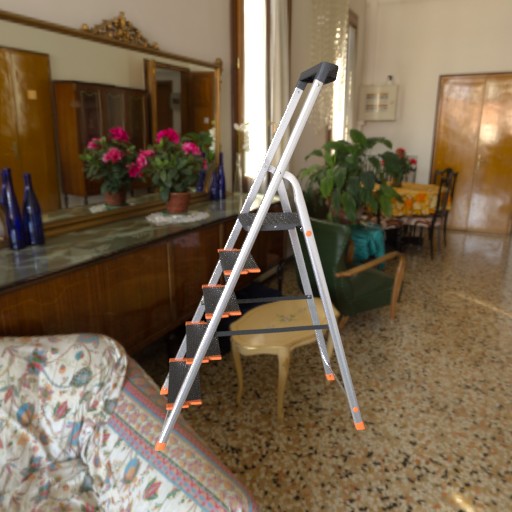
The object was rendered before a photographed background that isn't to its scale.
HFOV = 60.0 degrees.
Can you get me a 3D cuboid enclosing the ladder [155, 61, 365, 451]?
[{"bbox_3d":[0.000,0.000,2.073,0.995,1.646,0.480,-2,16,-9],"label":"ladder"}]
